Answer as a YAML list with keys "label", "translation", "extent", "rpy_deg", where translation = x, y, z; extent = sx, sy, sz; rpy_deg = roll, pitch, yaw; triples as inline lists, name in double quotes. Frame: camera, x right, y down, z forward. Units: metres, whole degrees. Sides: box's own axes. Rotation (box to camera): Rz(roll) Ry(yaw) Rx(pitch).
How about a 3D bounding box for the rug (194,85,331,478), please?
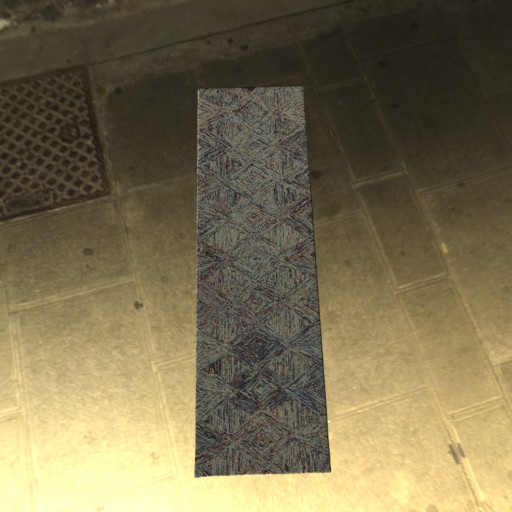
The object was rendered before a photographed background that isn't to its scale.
- label: "rug"
  translation: [0.000, 0.000, 2.543]
  extent: [0.688, 0.015, 2.292]
  rpy_deg: [-2, 73, 0]
